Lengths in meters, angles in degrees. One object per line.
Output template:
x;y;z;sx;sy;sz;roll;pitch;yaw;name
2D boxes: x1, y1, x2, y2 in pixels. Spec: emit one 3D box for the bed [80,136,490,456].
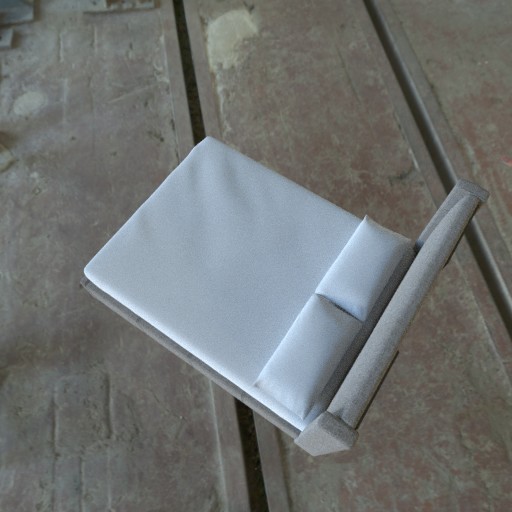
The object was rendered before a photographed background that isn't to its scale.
0.000;0.000;3.269;2.245;1.481;1.714;32;68;14;bed
